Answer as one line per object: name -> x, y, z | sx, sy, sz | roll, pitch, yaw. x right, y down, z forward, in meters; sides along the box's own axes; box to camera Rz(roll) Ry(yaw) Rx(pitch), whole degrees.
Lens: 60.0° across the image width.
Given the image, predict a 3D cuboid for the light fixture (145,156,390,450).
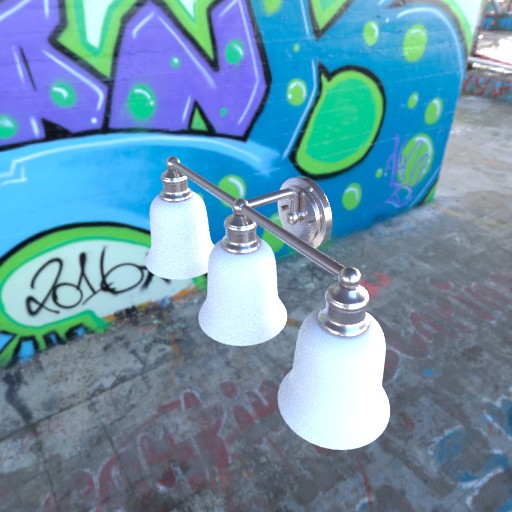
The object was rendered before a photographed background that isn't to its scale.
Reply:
light fixture -> 0.000, 0.000, 0.686 | 0.198, 0.211, 0.570 | -21, 38, -29
